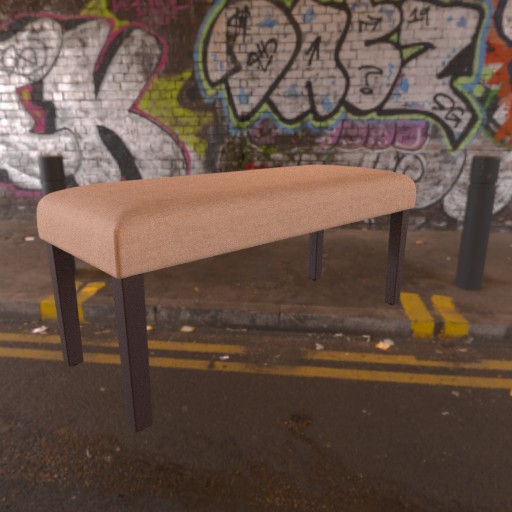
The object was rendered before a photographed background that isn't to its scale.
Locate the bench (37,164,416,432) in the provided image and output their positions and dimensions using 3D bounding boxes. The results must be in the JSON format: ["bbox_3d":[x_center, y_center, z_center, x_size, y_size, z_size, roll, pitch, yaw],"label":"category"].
[{"bbox_3d":[0.000,0.000,1.252,1.013,0.456,0.407,-15,22,-41],"label":"bench"}]
